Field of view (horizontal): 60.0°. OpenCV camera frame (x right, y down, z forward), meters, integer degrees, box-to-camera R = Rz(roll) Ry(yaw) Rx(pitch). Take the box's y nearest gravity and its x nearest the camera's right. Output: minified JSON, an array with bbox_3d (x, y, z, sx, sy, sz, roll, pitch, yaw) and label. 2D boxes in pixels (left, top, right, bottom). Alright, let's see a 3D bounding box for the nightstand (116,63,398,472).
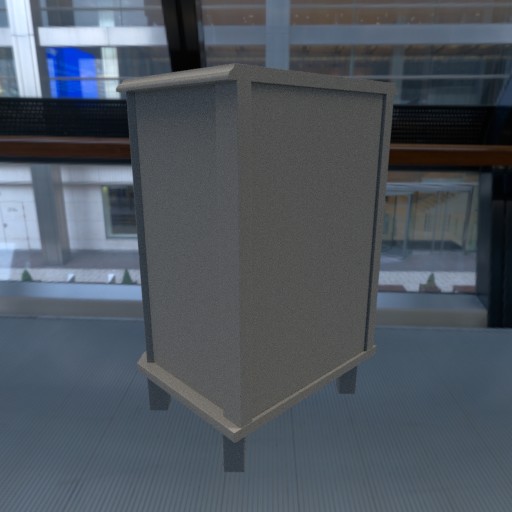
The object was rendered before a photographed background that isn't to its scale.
[{"bbox_3d":[0.000,0.000,0.930,0.435,0.680,0.348,-15,22,-42],"label":"nightstand"}]
